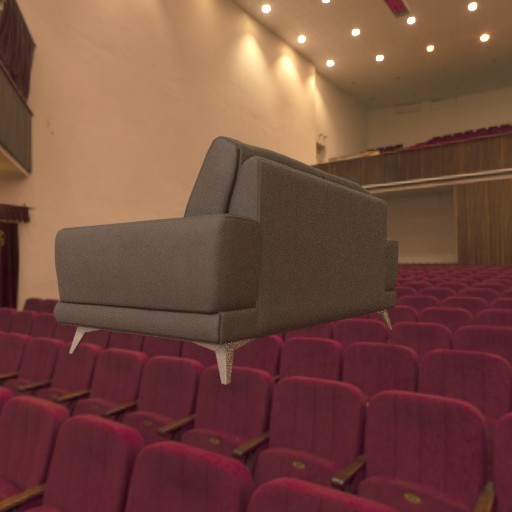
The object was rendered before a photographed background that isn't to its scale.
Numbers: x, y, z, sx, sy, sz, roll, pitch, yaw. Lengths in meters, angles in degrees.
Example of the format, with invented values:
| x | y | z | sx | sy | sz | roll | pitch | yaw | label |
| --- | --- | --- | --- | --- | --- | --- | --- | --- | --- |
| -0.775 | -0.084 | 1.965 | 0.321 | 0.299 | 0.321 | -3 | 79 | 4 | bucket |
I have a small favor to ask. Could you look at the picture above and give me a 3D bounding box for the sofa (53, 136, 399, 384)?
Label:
| x | y | z | sx | sy | sz | roll | pitch | yaw | label |
| --- | --- | --- | --- | --- | --- | --- | --- | --- | --- |
| 0.000 | 0.000 | 2.421 | 1.018 | 0.907 | 1.806 | -1 | -2 | 36 | sofa |
